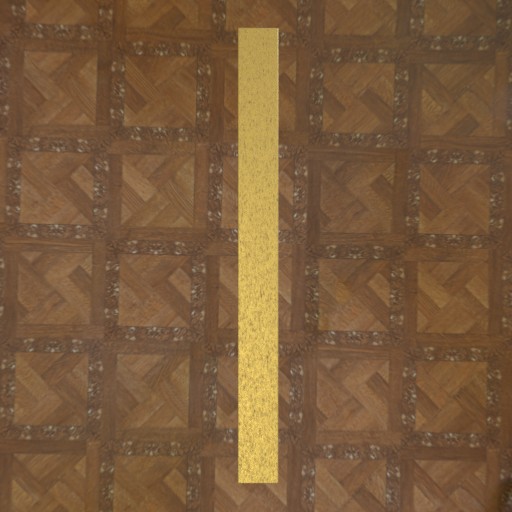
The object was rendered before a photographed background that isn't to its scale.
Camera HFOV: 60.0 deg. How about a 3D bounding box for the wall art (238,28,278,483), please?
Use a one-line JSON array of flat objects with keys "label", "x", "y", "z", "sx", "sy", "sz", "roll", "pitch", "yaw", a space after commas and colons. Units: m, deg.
[{"label": "wall art", "x": 0.000, "y": 0.000, "z": 0.842, "sx": 0.048, "sy": 0.642, "sz": 0.537, "roll": 0, "pitch": 90, "yaw": 0}]
